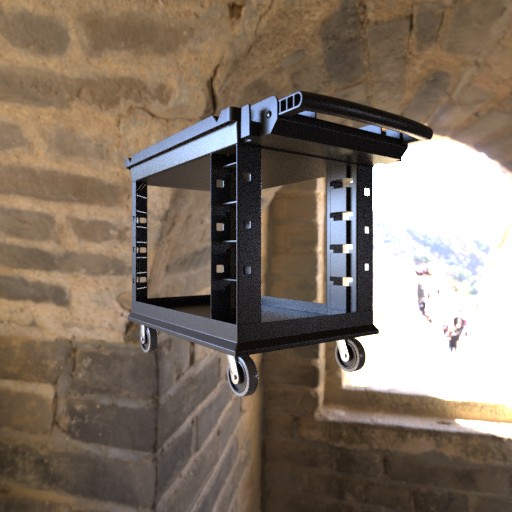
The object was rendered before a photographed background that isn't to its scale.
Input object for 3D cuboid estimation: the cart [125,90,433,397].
[{"bbox_3d":[0.000,0.000,1.774,0.674,0.884,1.239,0,0,-36],"label":"cart"}]
